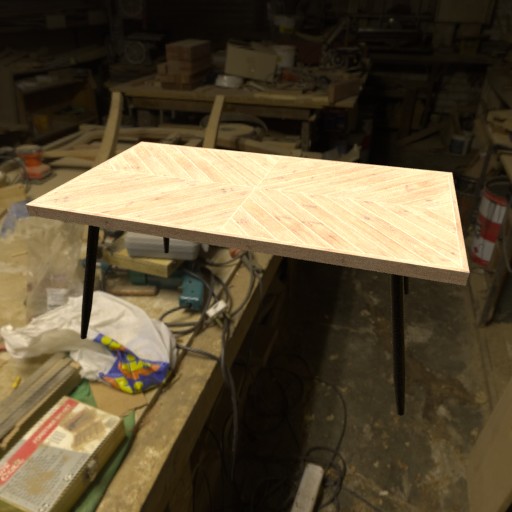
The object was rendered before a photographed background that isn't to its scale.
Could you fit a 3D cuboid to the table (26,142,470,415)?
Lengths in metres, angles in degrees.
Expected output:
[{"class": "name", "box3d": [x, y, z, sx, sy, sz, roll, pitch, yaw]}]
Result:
[{"class": "table", "box3d": [0.000, 0.000, 2.307, 1.803, 0.762, 0.991, 9, 32, 15]}]
